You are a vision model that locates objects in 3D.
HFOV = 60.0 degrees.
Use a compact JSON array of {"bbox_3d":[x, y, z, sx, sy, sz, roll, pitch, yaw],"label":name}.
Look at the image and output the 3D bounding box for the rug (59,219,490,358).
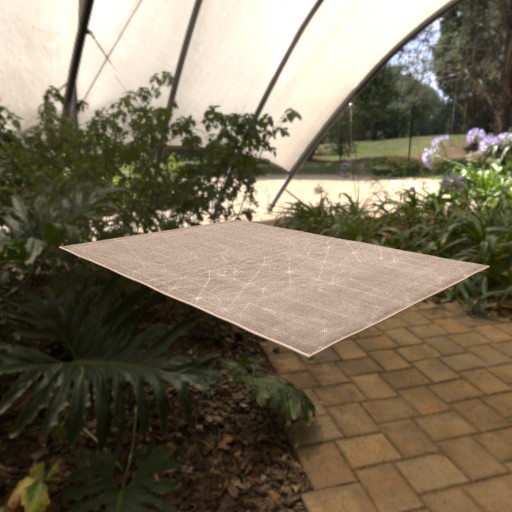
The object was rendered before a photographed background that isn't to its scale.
[{"bbox_3d":[0.000,0.000,4.217,2.449,0.019,3.357,-13,19,-42],"label":"rug"}]
